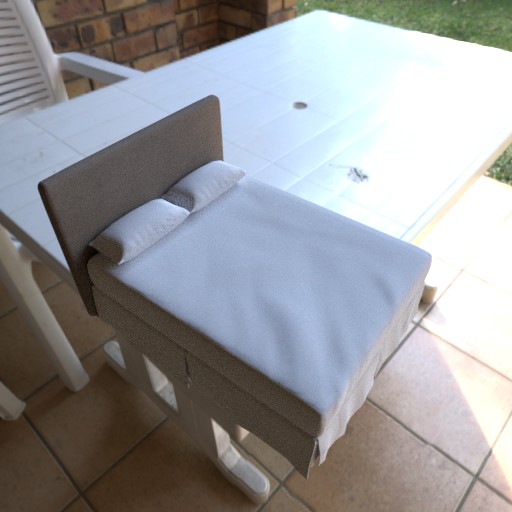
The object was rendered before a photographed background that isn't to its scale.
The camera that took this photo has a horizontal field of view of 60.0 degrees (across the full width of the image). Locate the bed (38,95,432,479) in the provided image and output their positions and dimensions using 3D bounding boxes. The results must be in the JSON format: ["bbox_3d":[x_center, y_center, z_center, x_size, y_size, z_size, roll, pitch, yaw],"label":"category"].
[{"bbox_3d":[0.000,0.000,3.182,2.142,1.330,1.723,27,50,26],"label":"bed"}]
